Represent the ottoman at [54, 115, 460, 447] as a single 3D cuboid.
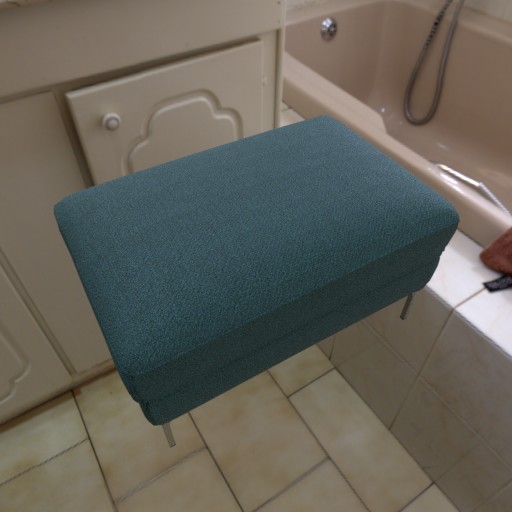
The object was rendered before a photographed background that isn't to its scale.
[{"bbox_3d":[0.000,0.000,1.187,0.856,0.498,0.563,-23,51,-20],"label":"ottoman"}]
